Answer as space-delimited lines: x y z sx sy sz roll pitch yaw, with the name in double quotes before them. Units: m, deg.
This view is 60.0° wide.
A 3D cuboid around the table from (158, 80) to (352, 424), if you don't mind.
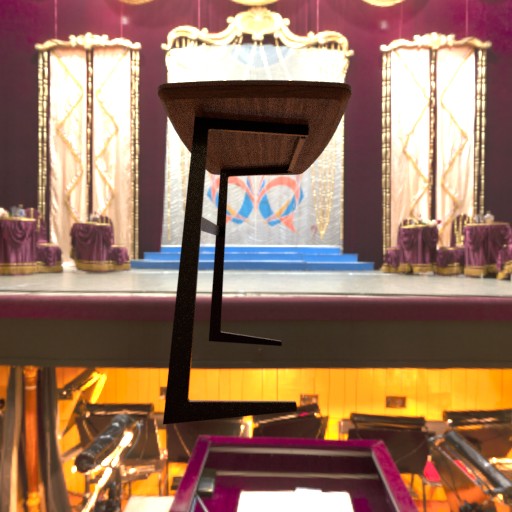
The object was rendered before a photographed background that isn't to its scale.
"table" 0.000 0.000 1.116 0.361 0.576 0.804 0 1 0
